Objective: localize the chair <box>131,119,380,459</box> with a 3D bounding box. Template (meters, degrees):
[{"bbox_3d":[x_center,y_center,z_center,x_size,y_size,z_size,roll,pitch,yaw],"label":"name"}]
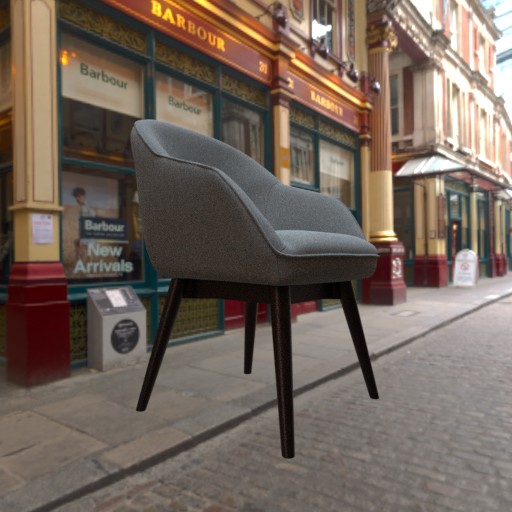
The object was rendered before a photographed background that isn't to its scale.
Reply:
[{"bbox_3d":[0.000,0.000,1.230,0.611,0.810,0.589,0,0,36],"label":"chair"}]
